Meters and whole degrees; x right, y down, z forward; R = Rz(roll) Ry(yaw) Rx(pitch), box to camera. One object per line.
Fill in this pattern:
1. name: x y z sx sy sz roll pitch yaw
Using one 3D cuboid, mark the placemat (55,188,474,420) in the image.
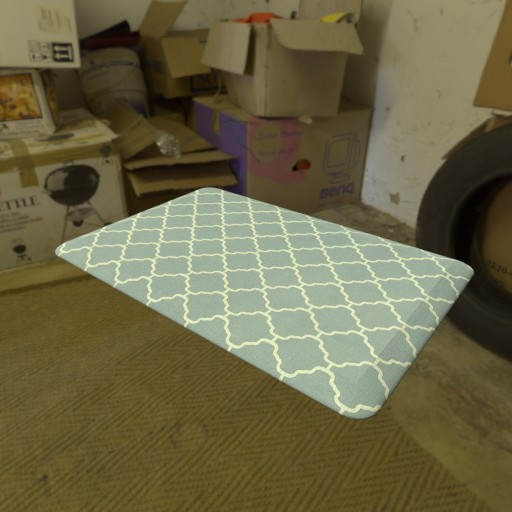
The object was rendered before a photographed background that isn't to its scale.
1. placemat: 0.000 0.000 0.937 0.762 0.021 0.508 21 36 33
